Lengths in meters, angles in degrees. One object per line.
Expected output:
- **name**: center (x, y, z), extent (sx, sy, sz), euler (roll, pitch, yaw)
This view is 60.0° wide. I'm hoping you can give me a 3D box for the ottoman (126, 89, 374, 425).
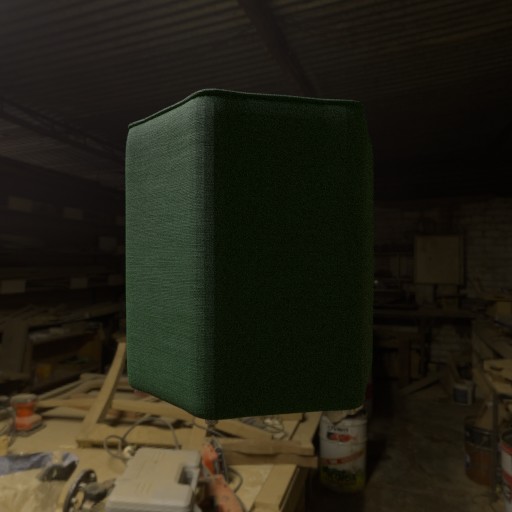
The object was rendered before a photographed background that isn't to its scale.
- **ottoman**: center (0.000, 0.000, 0.881), extent (0.444, 0.507, 0.499), euler (0, -1, 18)
